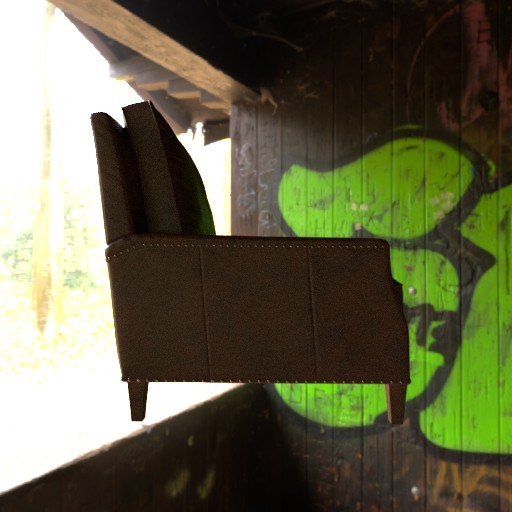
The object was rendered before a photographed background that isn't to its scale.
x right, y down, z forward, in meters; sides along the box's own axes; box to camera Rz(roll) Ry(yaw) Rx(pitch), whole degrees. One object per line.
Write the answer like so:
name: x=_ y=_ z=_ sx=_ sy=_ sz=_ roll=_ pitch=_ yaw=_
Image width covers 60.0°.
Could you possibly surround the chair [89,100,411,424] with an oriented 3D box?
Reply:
chair: x=0.000 y=0.000 z=1.791 sx=1.035 sy=1.054 sz=0.854 roll=0 pitch=-1 yaw=2
